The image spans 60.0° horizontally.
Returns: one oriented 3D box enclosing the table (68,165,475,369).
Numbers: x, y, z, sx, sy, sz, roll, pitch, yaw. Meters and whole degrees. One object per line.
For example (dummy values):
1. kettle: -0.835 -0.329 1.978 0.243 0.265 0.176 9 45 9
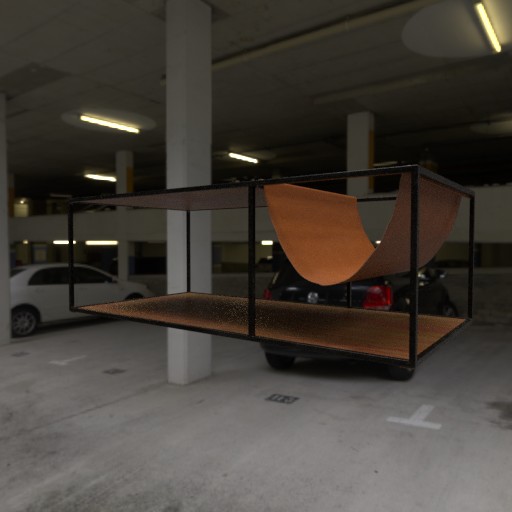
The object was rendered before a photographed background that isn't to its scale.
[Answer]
1. table: 0.000 0.000 1.452 1.199 0.403 0.597 1 3 36
